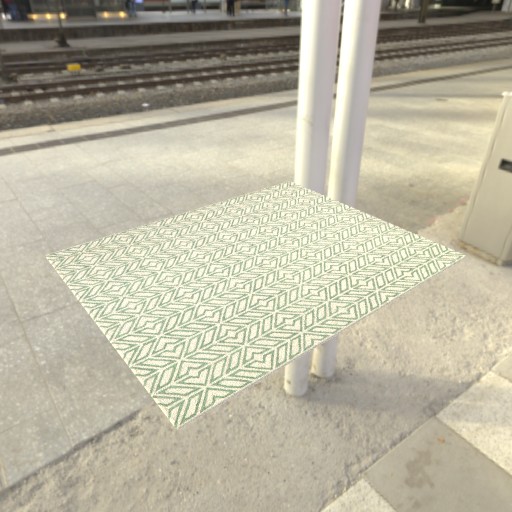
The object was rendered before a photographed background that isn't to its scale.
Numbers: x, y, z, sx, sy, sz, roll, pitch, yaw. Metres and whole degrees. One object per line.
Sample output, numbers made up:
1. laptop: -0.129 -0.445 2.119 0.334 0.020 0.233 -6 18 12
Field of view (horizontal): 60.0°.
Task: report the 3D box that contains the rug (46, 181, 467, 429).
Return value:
1. rug: 0.000 0.000 4.095 3.050 0.017 2.441 -22 37 -32
